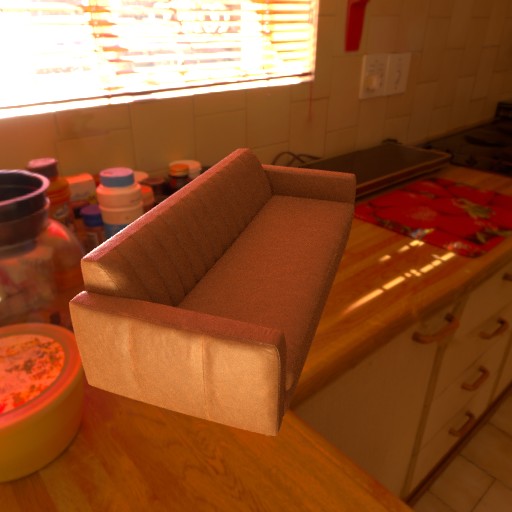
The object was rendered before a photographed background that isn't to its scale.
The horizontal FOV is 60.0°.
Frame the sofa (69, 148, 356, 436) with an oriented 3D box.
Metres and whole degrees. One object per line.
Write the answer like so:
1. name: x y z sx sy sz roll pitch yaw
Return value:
1. sofa: 0.000 0.000 2.824 0.990 0.821 2.291 9 30 16
